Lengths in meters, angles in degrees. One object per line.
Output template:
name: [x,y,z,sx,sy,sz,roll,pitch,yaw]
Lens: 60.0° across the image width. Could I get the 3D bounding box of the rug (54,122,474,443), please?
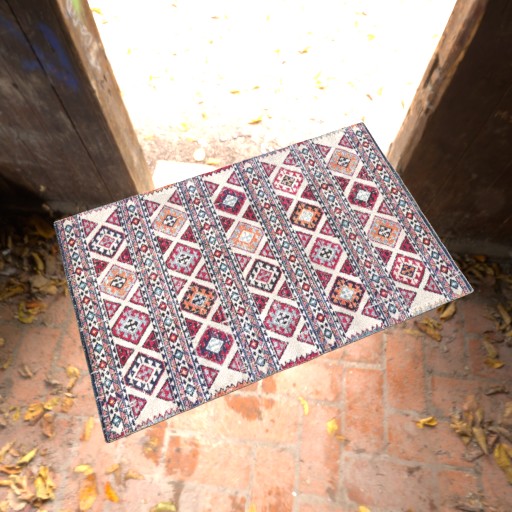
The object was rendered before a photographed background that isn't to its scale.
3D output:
rug: [0.000,0.000,2.984,2.440,0.010,1.545,-20,66,-9]
